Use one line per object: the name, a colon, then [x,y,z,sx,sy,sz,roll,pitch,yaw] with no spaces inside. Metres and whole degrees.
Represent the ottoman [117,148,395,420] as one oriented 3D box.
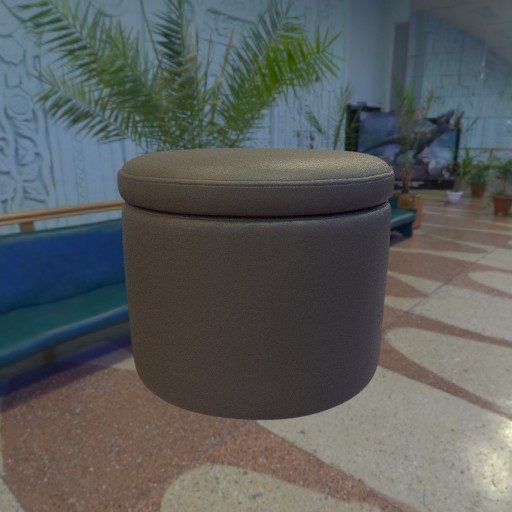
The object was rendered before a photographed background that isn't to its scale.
ottoman: [0.000,0.000,0.874,0.500,0.409,0.500,0,15,0]
